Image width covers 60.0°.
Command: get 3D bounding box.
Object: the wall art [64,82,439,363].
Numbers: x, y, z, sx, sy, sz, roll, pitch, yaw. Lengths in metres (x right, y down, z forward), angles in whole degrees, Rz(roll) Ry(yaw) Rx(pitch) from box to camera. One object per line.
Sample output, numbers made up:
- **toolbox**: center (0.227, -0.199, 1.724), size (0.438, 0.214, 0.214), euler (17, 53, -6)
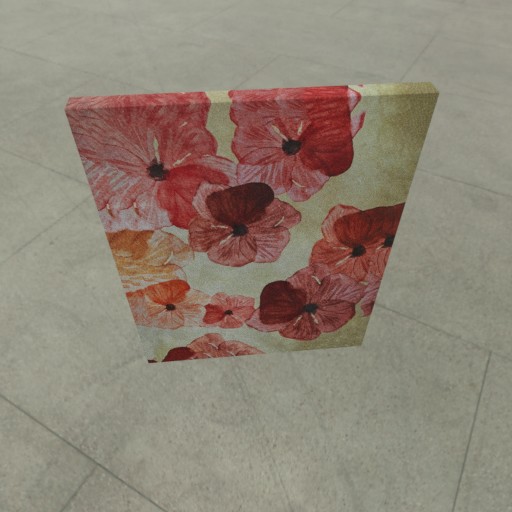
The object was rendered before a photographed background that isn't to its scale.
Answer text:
- **wall art**: center (0.000, 0.000, 0.669), size (0.406, 0.508, 0.028), euler (-4, 46, -4)
